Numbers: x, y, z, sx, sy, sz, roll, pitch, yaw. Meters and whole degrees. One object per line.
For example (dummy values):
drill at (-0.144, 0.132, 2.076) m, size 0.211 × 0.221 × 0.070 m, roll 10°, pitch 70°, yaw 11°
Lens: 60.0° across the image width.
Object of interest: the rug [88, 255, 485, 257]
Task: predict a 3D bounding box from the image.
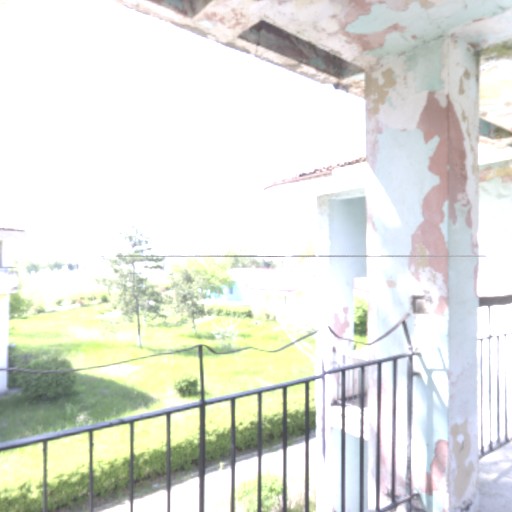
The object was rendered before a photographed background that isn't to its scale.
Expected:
rug at (0.000, 0.000, 2.355) m, size 1.219 × 0.005 × 1.828 m, roll 0°, pitch 0°, yaw -37°
